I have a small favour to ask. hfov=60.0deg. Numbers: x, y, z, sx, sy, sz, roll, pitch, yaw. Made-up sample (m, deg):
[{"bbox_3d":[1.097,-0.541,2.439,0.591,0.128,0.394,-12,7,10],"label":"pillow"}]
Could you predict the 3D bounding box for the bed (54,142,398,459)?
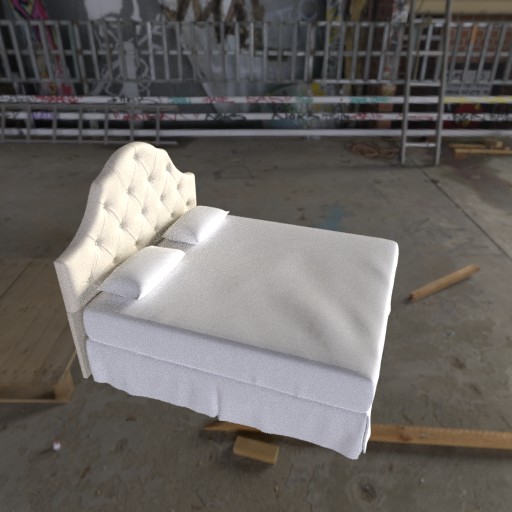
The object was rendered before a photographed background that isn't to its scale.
[{"bbox_3d":[0.000,0.000,3.595,2.214,1.615,2.008,10,31,17],"label":"bed"}]
